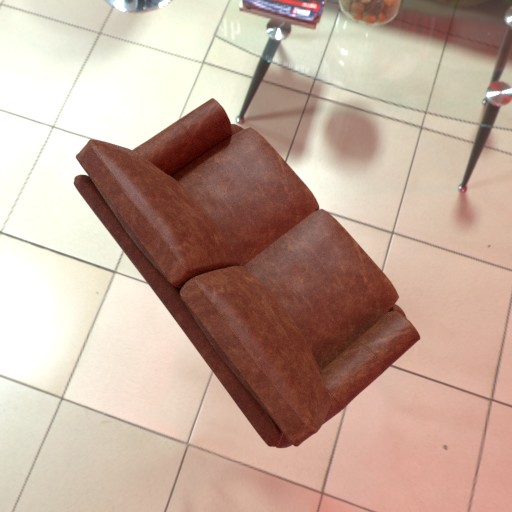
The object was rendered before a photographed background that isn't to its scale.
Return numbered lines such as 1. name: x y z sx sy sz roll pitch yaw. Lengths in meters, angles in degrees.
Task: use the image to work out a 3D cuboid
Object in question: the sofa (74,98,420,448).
1. sofa: 0.000 0.000 2.236 0.990 0.967 1.616 -38 79 -9
